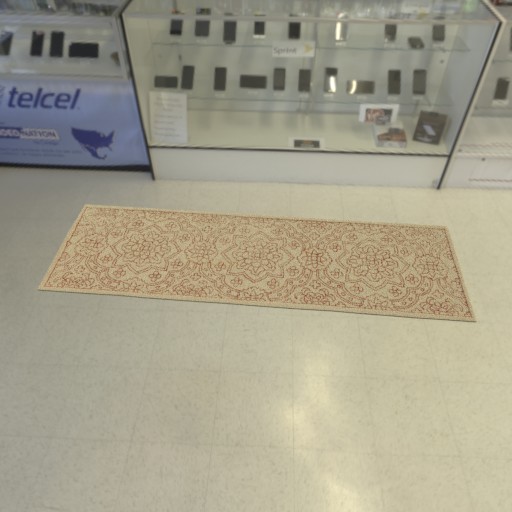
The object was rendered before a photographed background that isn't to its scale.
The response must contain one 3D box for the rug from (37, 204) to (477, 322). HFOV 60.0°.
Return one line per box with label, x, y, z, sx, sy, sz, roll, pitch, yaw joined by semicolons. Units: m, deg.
rug;0.000;0.000;2.713;2.448;0.012;0.769;4;46;4
